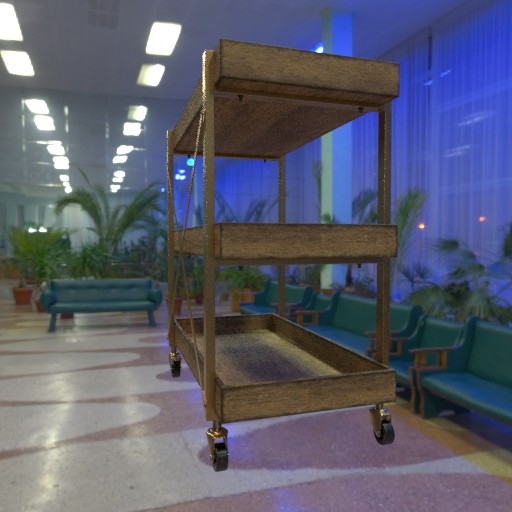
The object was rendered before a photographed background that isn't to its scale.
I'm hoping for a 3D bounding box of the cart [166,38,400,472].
[{"bbox_3d":[0.000,0.000,1.208,0.416,0.799,0.750,-1,2,-18],"label":"cart"}]
